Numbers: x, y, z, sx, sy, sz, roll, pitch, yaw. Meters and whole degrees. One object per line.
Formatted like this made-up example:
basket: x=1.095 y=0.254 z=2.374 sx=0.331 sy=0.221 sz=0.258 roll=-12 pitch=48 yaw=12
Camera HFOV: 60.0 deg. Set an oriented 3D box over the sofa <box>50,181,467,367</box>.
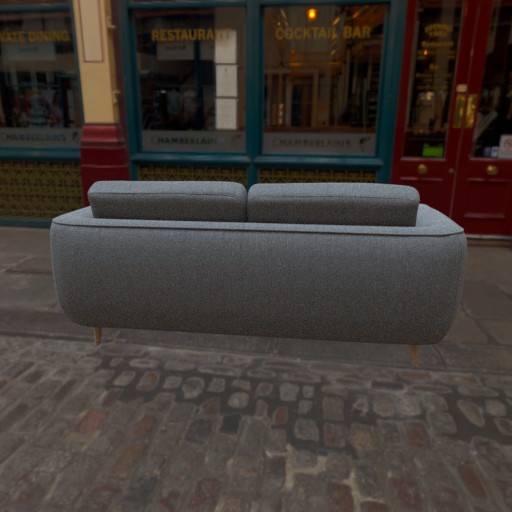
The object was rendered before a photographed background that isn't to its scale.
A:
sofa: x=0.000 y=0.000 z=2.436 sx=2.000 sy=0.870 sz=0.920 roll=2 pitch=16 yaw=7
